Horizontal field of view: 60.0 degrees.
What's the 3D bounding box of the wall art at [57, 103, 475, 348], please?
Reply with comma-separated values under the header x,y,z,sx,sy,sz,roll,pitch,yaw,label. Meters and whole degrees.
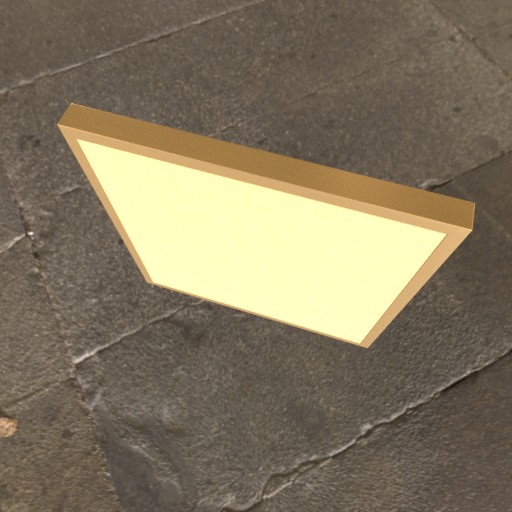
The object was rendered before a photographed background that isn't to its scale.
x,y,z,sx,sy,sz,roll,pitch,yaw,label
0.000,0.000,0.453,0.305,0.305,0.023,16,65,8,wall art
